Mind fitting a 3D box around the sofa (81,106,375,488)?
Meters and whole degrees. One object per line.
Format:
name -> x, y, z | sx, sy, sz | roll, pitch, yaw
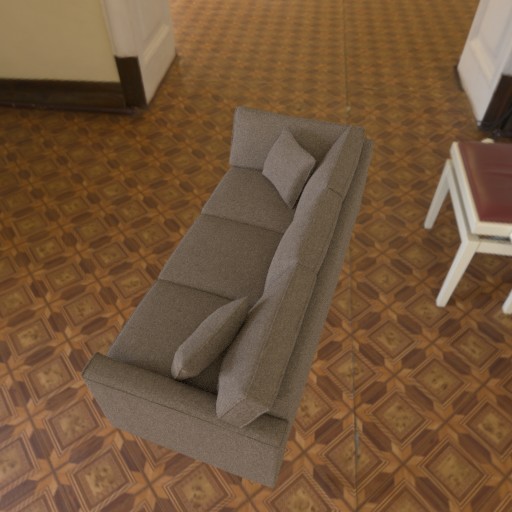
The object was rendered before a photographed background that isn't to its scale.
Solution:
sofa -> 0.000, 0.000, 2.846 | 1.061, 0.962, 2.317 | 15, 49, 13
